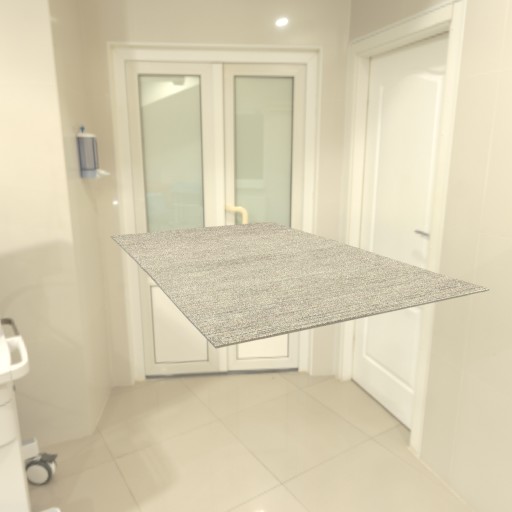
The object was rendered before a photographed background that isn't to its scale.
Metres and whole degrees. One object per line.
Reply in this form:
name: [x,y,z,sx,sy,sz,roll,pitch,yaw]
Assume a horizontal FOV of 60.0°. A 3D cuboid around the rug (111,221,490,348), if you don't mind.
rug: [0.000,0.000,2.272,1.162,0.022,1.804,-7,15,-26]
